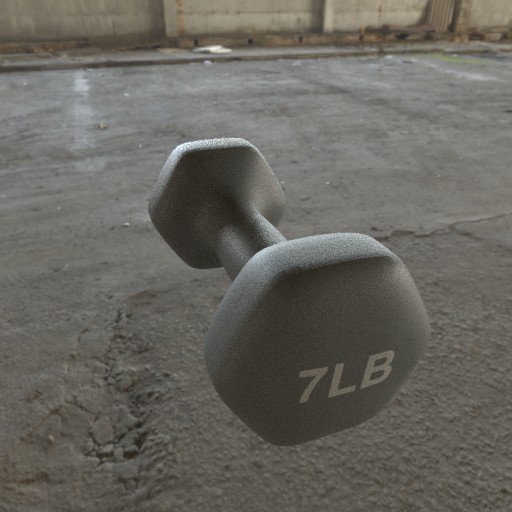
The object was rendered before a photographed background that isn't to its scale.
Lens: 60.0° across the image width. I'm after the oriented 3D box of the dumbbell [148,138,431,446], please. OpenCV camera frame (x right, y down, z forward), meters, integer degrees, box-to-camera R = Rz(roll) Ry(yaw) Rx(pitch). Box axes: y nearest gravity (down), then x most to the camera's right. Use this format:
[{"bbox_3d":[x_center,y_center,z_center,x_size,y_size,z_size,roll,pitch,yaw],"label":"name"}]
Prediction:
[{"bbox_3d":[0.000,0.000,0.227,0.090,0.081,0.184,-10,31,-17],"label":"dumbbell"}]
